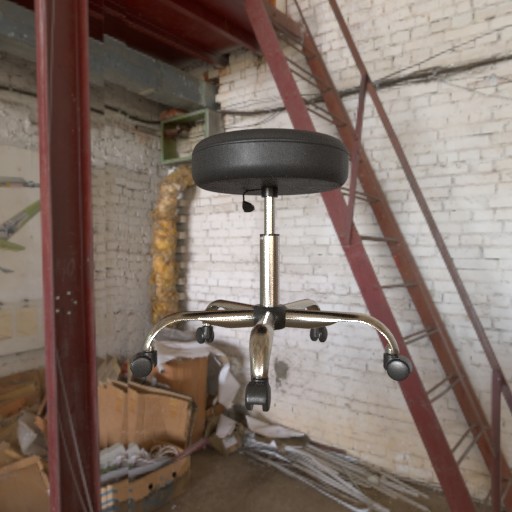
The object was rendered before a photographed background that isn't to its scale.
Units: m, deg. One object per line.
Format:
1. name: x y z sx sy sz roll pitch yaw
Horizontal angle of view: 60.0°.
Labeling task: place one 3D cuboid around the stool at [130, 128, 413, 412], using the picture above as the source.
1. stool: 0.000 0.000 1.158 0.638 0.576 0.673 0 1 -17
